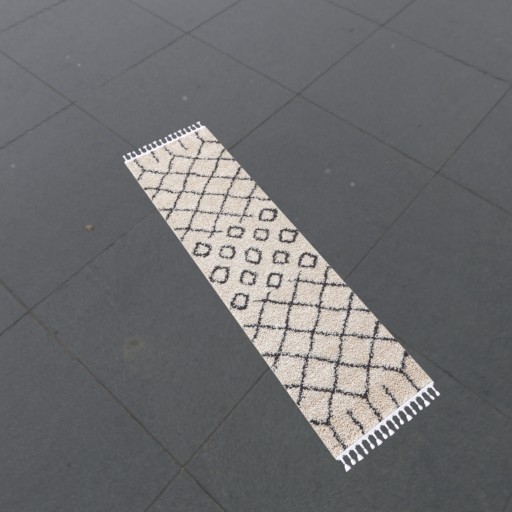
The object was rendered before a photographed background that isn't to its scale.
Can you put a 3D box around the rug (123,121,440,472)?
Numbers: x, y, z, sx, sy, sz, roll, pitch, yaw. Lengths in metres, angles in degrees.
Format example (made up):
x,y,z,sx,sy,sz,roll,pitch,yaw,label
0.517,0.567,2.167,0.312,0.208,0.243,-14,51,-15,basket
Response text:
x,y,z,sx,sy,sz,roll,pitch,yaw,label
0.000,0.000,2.720,0.660,0.005,2.464,-30,63,-17,rug
